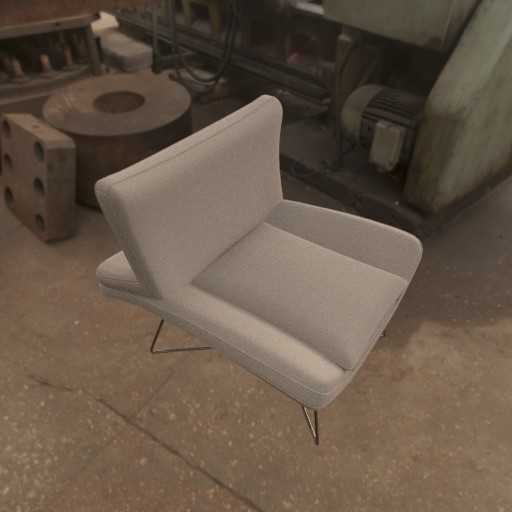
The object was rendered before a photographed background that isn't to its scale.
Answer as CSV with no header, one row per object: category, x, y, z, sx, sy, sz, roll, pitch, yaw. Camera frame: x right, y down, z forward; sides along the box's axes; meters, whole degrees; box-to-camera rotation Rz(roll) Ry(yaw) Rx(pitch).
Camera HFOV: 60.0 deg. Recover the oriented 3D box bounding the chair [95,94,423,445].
chair,0.000,0.000,1.635,1.008,0.855,0.859,24,46,26
